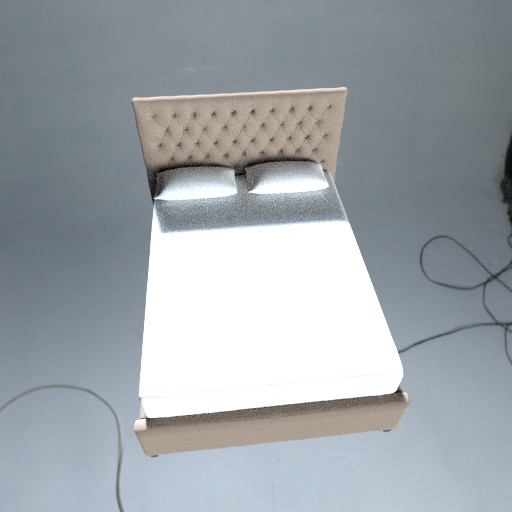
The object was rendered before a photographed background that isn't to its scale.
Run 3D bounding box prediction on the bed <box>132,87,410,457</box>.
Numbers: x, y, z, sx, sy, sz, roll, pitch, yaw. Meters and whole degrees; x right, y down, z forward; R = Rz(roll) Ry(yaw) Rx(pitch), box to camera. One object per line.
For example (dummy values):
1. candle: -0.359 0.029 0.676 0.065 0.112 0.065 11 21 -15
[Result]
1. bed: 0.000 0.000 3.220 1.696 1.426 2.233 -4 47 -4
